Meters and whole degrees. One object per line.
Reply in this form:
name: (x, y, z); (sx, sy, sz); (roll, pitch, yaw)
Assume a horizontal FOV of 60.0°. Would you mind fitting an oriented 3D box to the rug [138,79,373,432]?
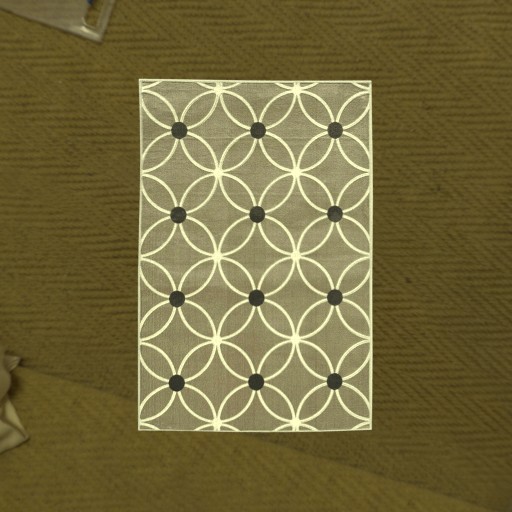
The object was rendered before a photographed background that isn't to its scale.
rug: (0.000, 0.000, 2.877); (1.522, 0.008, 2.284); (0, 90, -1)
